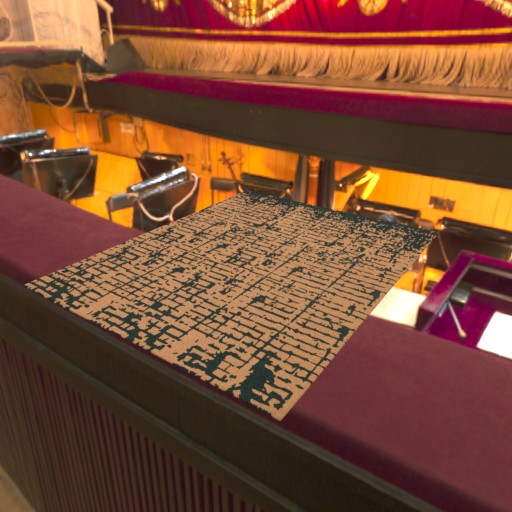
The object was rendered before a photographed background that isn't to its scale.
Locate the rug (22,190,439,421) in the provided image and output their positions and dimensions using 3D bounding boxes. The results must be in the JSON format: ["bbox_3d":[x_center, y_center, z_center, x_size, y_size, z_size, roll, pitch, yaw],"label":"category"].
[{"bbox_3d":[0.000,0.000,4.002,2.416,0.014,3.017,17,31,31],"label":"rug"}]
